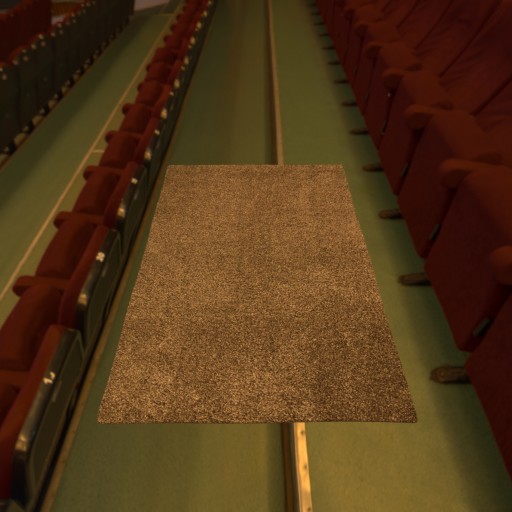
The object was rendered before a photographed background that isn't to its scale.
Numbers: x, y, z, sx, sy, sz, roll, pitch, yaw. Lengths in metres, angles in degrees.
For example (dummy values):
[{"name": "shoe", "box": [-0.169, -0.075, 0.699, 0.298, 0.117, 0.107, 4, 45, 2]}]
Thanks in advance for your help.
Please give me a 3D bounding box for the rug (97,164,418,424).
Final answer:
[{"name": "rug", "box": [0.000, 0.000, 2.944, 1.501, 0.025, 2.352, 0, 41, 0]}]
